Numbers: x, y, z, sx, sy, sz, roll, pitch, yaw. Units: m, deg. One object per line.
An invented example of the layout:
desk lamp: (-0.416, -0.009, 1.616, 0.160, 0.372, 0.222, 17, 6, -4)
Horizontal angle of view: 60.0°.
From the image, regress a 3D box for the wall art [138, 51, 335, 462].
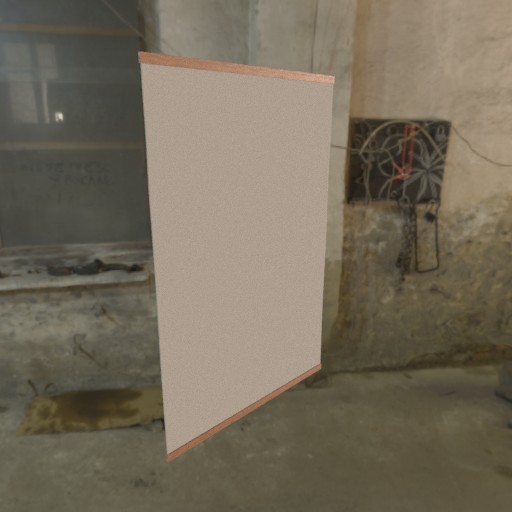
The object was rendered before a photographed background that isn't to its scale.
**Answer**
wall art: (0.000, 0.000, 1.925, 1.019, 1.527, 0.019, -16, 23, -43)
